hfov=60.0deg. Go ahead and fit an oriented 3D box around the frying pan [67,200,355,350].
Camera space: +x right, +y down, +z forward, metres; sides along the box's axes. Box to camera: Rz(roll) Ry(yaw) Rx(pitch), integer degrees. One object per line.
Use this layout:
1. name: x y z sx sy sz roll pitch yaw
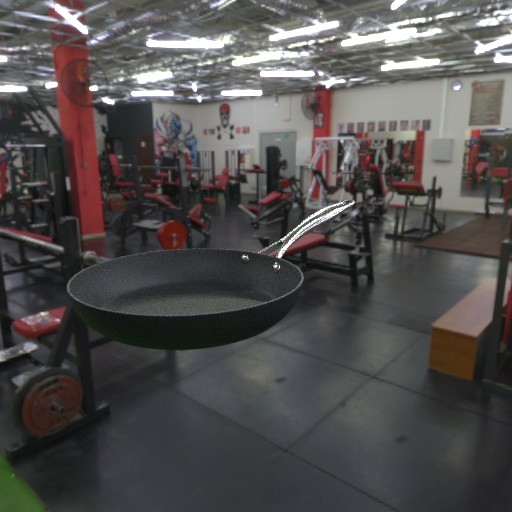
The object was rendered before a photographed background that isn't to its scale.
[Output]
1. frying pan: 0.000 0.000 0.574 0.255 0.105 0.472 13 19 42
